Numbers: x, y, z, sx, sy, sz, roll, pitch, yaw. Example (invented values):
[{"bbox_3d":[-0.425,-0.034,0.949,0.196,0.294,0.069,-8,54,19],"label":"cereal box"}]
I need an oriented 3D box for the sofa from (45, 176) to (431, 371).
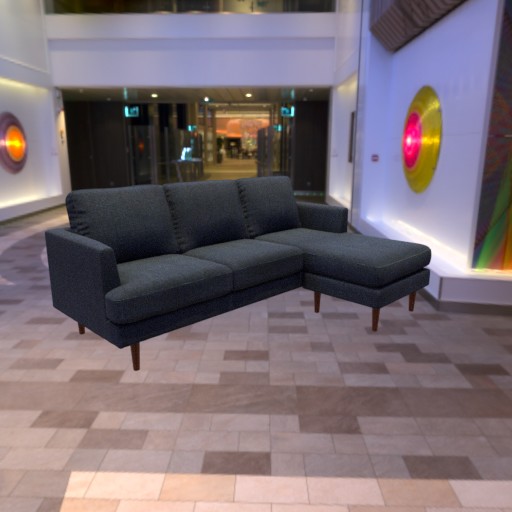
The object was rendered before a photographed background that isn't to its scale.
[{"bbox_3d":[0.000,0.000,3.028,2.233,0.956,1.504,-13,19,-43],"label":"sofa"}]
